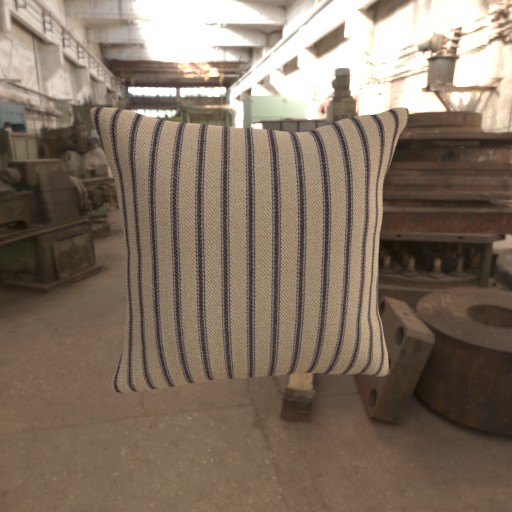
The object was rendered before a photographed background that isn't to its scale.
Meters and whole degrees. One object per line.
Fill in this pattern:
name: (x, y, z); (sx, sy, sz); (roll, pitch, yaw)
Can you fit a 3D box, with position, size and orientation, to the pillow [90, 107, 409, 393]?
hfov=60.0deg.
pillow: (0.000, 0.000, 0.690); (0.468, 0.444, 0.138); (-2, 15, -7)
